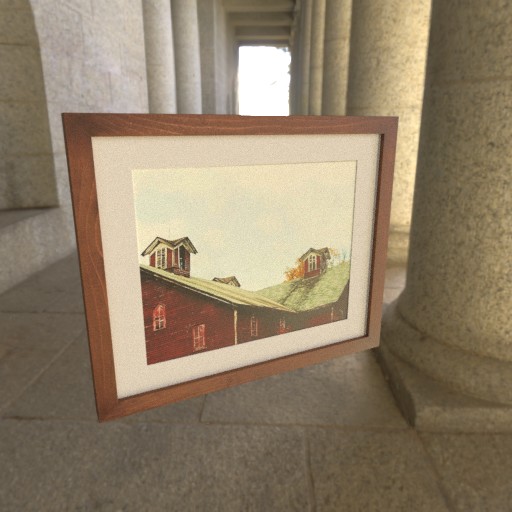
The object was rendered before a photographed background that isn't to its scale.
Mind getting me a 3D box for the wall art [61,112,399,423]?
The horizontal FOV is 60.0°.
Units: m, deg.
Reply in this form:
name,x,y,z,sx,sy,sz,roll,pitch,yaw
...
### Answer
name,x,y,z,sx,sy,sz,roll,pitch,yaw
wall art,0.000,0.000,0.754,0.558,0.457,0.033,-8,18,-26
